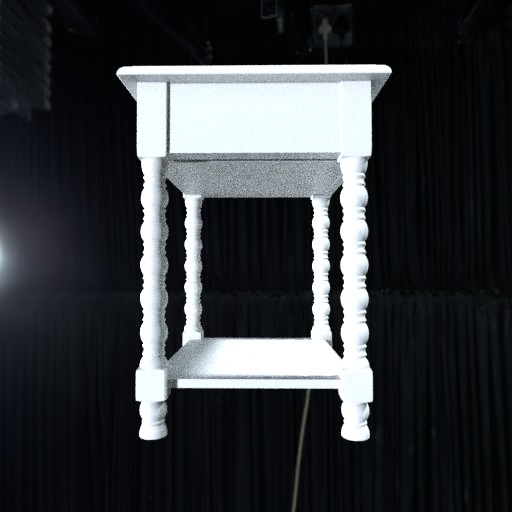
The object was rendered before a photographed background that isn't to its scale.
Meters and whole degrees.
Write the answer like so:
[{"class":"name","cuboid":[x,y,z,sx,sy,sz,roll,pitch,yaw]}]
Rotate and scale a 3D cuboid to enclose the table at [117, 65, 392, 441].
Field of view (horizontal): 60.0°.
[{"class":"table","cuboid":[0.000,0.000,0.836,0.381,0.531,0.460,0,-2,1]}]
